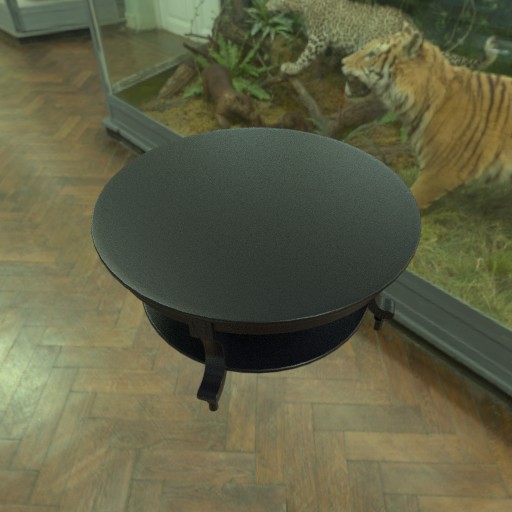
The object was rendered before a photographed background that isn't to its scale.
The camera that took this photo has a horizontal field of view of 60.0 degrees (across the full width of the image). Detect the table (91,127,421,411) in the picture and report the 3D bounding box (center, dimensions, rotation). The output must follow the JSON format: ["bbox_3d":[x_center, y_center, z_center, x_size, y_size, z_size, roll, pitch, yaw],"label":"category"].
[{"bbox_3d":[0.000,0.000,1.585,1.029,0.491,1.029,0,42,0],"label":"table"}]
